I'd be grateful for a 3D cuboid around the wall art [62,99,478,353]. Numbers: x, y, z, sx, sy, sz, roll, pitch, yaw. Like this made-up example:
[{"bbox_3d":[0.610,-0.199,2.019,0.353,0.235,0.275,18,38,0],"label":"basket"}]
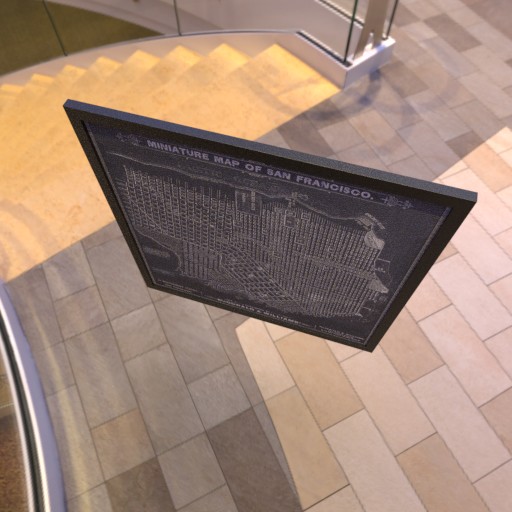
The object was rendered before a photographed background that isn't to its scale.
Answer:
[{"bbox_3d":[0.000,0.000,1.179,0.807,0.807,0.022,15,60,9],"label":"wall art"}]
